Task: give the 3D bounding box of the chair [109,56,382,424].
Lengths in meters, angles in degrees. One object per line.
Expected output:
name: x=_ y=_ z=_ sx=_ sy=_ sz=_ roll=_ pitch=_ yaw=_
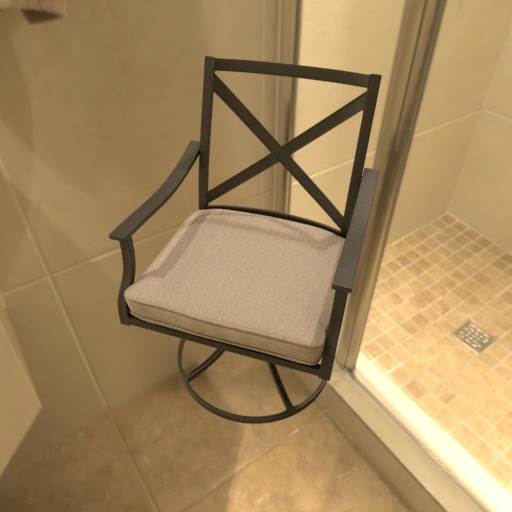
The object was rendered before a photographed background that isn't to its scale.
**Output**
chair: x=0.000 y=0.000 z=1.275 sx=0.575 sy=0.889 sz=0.620 roll=12 pitch=43 yaw=14
